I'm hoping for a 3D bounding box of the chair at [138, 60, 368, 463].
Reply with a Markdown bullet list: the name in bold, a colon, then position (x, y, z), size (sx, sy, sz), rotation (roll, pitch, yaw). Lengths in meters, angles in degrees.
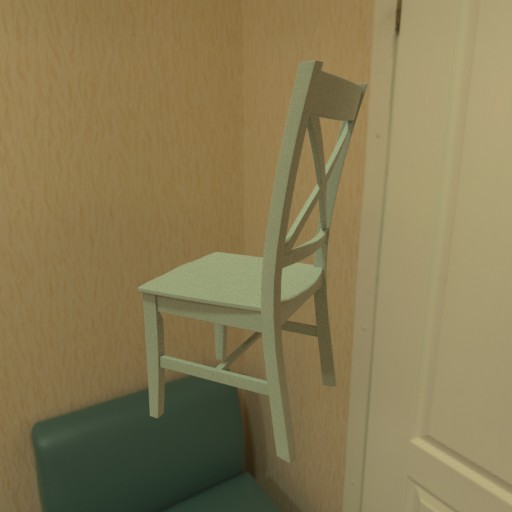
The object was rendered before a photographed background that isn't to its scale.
- **chair**: position (0.000, 0.000, 1.323), size (0.542, 0.983, 0.485), rotation (7, 17, 24)
